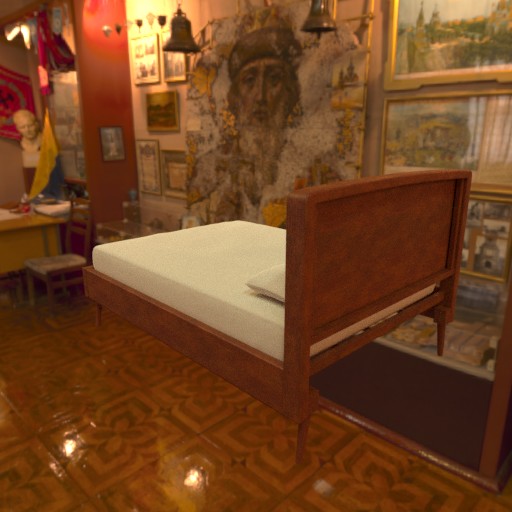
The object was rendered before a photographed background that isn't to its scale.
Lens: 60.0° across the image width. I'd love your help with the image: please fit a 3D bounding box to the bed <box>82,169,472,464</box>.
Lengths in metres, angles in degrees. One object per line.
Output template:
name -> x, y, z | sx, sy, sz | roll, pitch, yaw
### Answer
bed -> 0.000, 0.000, 3.120 | 1.587, 1.275, 2.196 | -14, 21, -42
